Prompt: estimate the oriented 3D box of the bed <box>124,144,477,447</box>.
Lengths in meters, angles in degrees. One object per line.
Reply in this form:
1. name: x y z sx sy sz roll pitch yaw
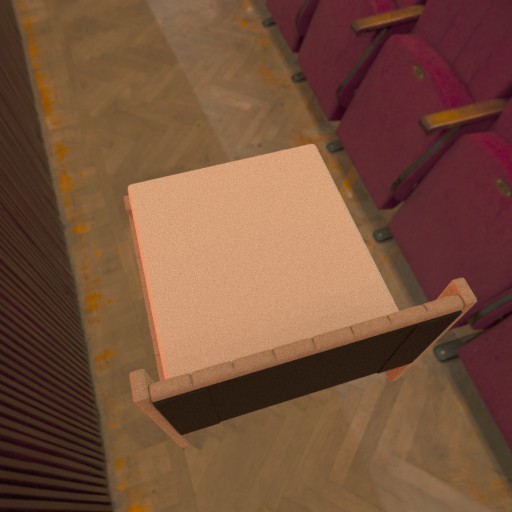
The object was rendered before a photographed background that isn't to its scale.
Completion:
1. bed: 0.000 0.000 3.769 2.045 1.743 2.370 -15 61 -8
